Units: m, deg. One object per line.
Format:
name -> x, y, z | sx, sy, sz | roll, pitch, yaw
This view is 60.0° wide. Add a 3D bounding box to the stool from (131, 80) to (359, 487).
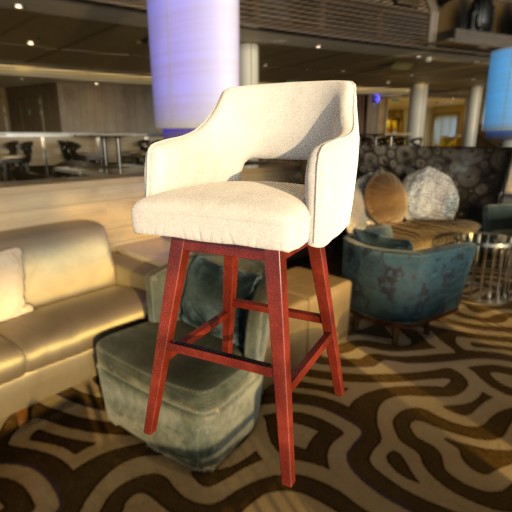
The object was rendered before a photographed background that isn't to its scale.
stool -> 0.000, 0.000, 1.311 | 0.548, 1.012, 0.558 | 8, 17, 26
